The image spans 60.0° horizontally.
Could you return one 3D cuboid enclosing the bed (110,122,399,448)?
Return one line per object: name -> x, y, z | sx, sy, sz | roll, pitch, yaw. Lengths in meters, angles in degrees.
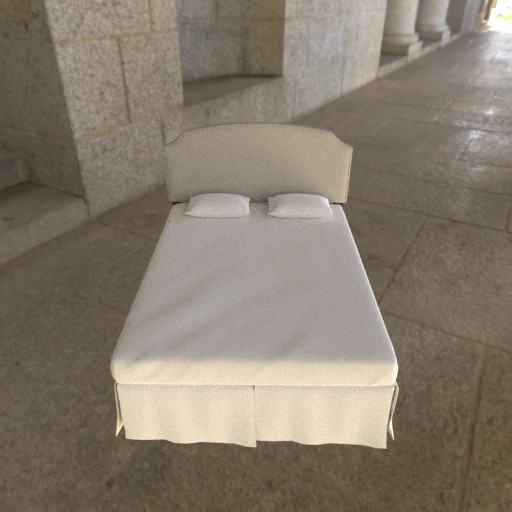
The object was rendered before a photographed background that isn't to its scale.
bed -> 0.000, 0.000, 2.964 | 1.558, 1.270, 1.999 | 0, 31, 1
